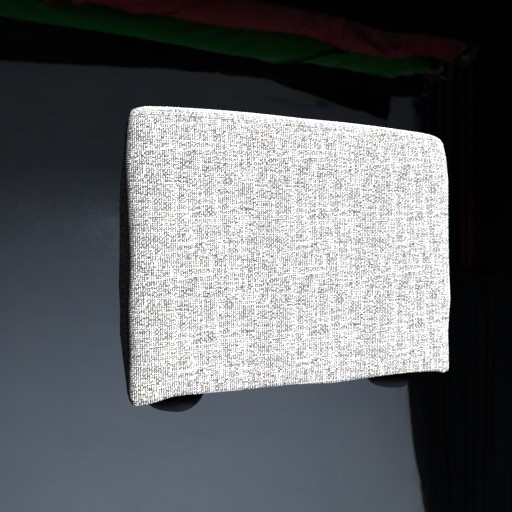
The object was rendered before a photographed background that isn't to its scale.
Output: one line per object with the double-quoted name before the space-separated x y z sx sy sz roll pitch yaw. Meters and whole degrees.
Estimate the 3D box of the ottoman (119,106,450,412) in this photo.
"ottoman" 0.000 0.000 0.887 0.521 0.453 0.512 0 0 -18
